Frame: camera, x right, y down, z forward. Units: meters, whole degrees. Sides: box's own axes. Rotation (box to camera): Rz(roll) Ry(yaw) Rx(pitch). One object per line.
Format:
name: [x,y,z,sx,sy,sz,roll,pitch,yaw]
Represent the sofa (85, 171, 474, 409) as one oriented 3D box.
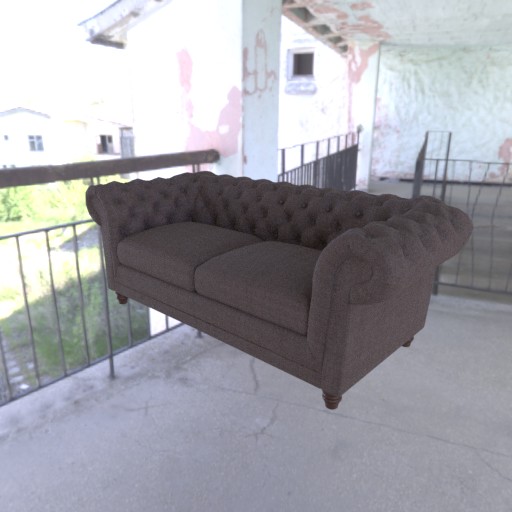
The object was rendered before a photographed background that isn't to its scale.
sofa: [0.000,0.000,2.492,2.048,0.780,0.944,15,23,40]
